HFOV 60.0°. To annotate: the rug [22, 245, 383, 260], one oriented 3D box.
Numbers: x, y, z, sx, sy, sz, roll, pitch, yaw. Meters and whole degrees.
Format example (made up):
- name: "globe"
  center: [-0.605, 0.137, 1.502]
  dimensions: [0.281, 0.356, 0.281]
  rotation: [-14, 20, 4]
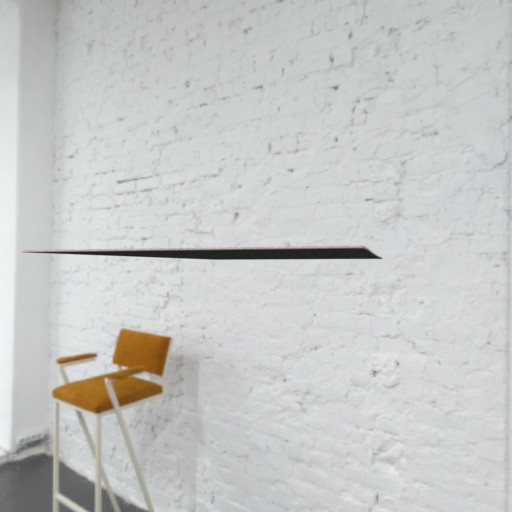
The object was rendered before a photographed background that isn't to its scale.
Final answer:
- name: "rug"
  center: [0.000, 0.000, 2.295]
  dimensions: [1.219, 0.009, 1.829]
  rotation: [0, -1, 18]
